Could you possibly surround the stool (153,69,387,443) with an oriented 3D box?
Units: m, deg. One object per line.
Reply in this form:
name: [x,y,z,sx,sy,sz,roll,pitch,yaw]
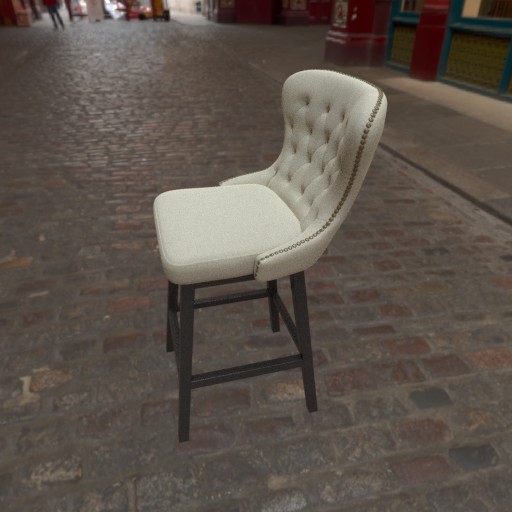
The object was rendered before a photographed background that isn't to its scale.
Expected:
stool: [0.000,0.000,1.319,0.593,0.971,0.528,-8,32,-13]
